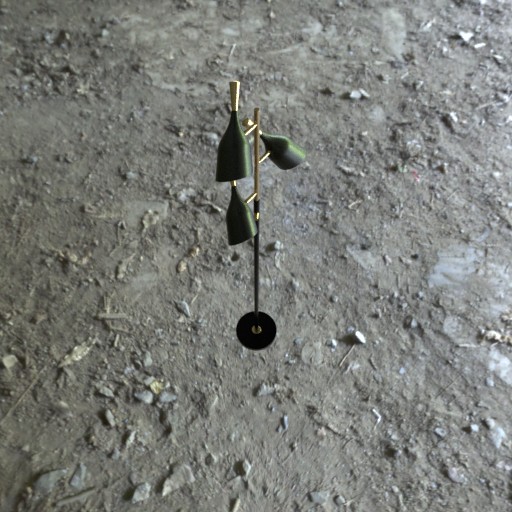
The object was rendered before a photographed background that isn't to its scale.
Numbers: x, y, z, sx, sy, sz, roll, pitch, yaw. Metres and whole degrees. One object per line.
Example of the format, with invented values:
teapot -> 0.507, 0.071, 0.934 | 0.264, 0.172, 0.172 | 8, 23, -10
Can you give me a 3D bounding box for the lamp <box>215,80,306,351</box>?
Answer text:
lamp -> 0.000, 0.000, 1.993 | 0.253, 1.778, 0.434 | 33, 64, 19
